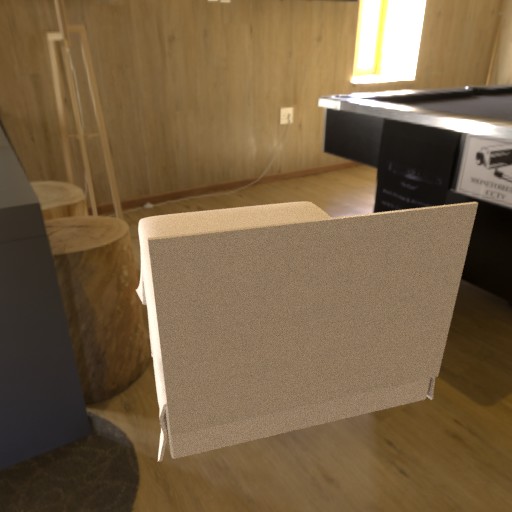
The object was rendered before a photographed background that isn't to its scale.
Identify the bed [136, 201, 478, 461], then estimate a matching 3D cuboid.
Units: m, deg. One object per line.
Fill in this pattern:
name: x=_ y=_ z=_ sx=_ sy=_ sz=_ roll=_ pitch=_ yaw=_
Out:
bed: x=0.000 y=0.000 z=3.177 sx=1.745 sy=1.335 sz=2.094 roll=-7 pitch=27 yaw=-15
